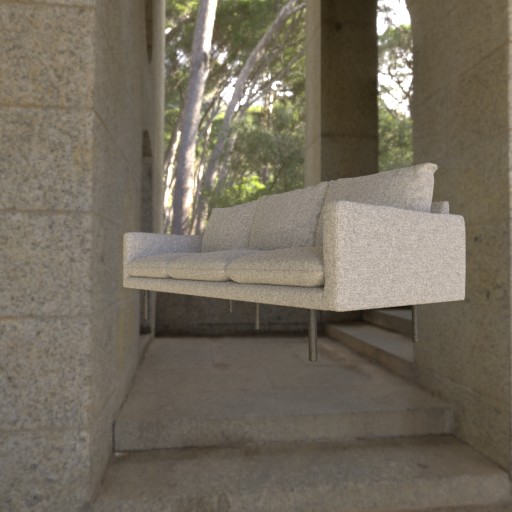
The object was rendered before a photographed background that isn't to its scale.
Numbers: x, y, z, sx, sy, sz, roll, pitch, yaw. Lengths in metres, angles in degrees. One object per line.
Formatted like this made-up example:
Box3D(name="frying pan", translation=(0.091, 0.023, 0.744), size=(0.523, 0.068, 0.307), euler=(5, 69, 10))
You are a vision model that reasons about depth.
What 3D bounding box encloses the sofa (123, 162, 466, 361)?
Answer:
Box3D(name="sofa", translation=(0.000, 0.000, 2.517), size=(0.850, 0.830, 2.000), euler=(1, -1, -37))
